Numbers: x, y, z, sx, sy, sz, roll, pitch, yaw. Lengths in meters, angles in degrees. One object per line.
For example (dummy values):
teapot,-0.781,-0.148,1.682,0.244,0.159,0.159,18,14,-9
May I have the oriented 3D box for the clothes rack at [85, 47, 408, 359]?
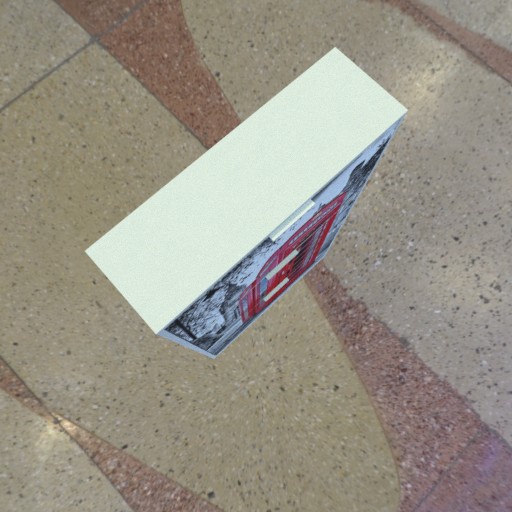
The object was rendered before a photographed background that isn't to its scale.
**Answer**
clothes rack,0.000,0.000,1.591,0.750,1.280,0.250,-42,79,-10
